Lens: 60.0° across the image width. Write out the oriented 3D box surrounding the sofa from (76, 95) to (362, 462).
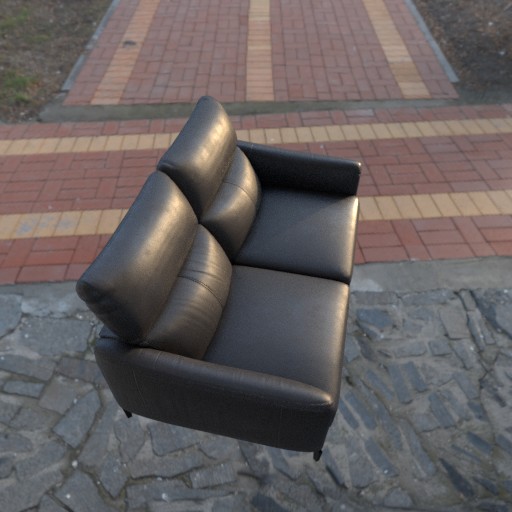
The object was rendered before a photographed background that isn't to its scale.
[{"bbox_3d":[0.000,0.000,2.172,0.958,0.920,1.596,9,47,9],"label":"sofa"}]
